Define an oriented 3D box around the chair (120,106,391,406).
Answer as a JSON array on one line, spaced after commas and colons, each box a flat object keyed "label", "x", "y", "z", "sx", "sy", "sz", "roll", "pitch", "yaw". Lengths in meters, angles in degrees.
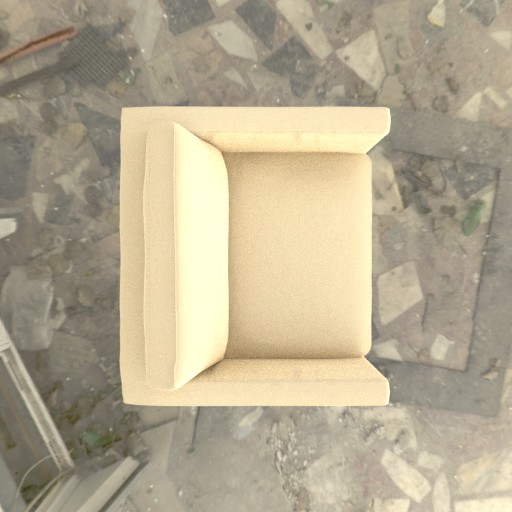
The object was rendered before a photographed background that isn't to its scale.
[{"label": "chair", "x": 0.000, "y": 0.000, "z": 1.781, "sx": 0.947, "sy": 0.851, "sz": 1.057, "roll": 0, "pitch": 91, "yaw": 0}]
